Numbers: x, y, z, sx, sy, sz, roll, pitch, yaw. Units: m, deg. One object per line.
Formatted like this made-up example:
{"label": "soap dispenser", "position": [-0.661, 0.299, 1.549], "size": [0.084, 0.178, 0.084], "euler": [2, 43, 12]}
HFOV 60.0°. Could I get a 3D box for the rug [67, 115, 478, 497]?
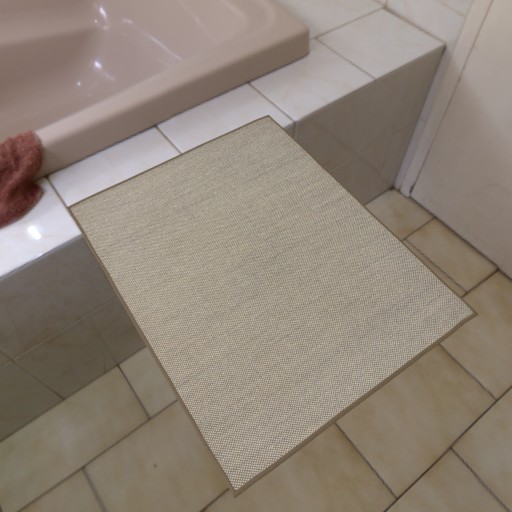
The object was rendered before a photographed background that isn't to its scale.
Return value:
{"label": "rug", "position": [0.000, 0.000, 3.994], "size": [2.413, 0.020, 3.041], "euler": [-30, 62, -18]}
